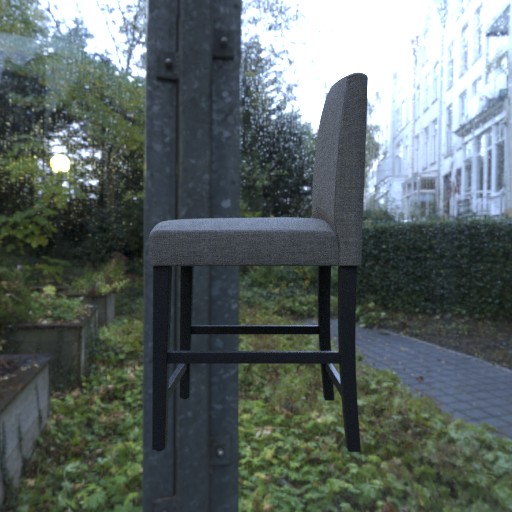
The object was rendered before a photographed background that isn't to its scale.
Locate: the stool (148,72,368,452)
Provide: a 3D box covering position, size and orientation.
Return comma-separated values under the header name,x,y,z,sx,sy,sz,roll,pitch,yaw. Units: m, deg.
name,x,y,z,sx,sy,sz,roll,pitch,yaw
stool,0.000,0.000,1.295,0.552,0.966,0.451,0,1,0
